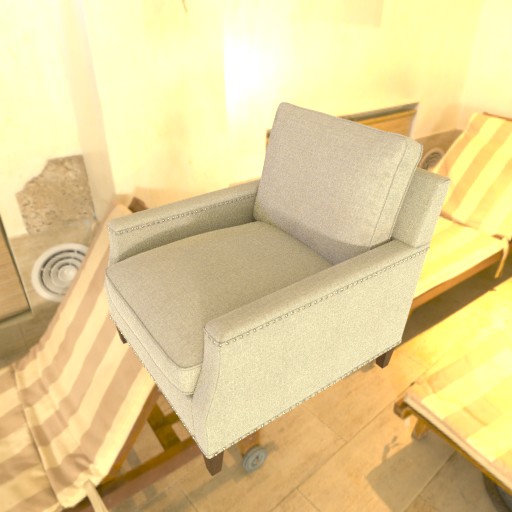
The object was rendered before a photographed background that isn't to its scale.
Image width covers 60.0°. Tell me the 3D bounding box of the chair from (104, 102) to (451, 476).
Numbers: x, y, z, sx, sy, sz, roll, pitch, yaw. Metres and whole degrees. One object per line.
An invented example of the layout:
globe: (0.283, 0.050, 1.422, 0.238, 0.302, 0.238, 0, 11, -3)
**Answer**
chair: (0.000, 0.000, 1.686, 1.014, 0.943, 0.853, -20, 36, -30)
